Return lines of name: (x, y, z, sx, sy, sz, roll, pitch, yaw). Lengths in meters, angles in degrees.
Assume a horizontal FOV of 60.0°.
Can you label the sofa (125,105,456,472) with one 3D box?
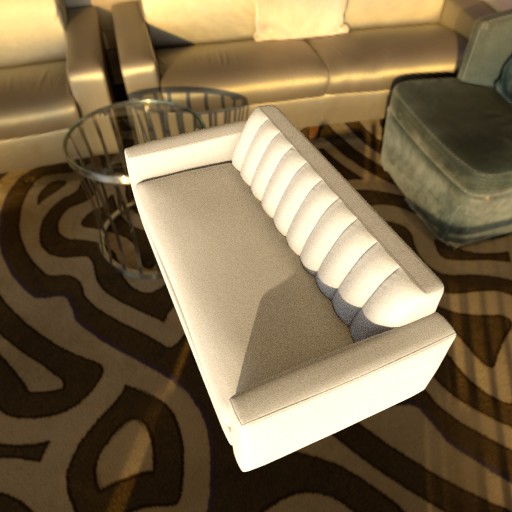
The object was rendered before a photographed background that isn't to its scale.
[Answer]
sofa: (0.000, 0.000, 2.399, 0.969, 0.814, 1.895, -18, 49, -16)
